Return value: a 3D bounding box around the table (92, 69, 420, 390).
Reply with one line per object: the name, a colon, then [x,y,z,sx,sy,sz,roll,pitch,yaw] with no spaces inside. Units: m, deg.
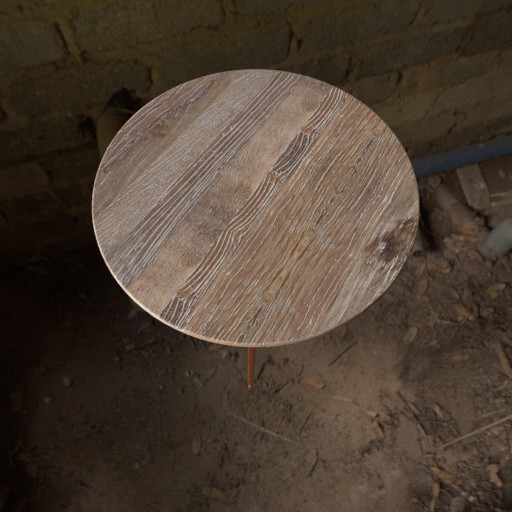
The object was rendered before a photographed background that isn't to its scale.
table: [0.000,0.000,0.906,0.500,0.500,0.500,0,64,0]
